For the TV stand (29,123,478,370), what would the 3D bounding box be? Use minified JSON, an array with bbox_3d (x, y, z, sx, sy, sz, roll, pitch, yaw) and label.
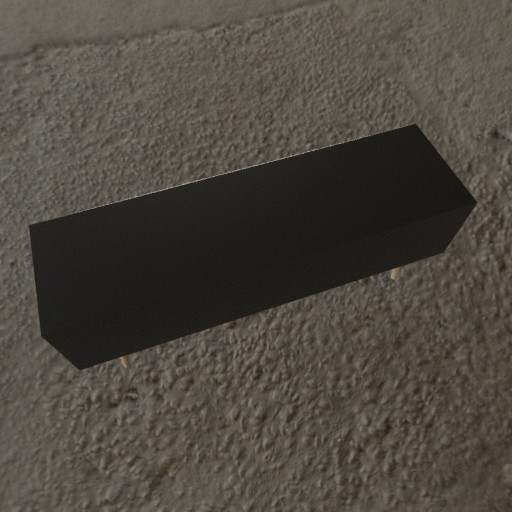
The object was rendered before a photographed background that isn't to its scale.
[{"bbox_3d":[0.000,0.000,1.569,1.312,0.518,0.390,-17,60,-10],"label":"TV stand"}]
